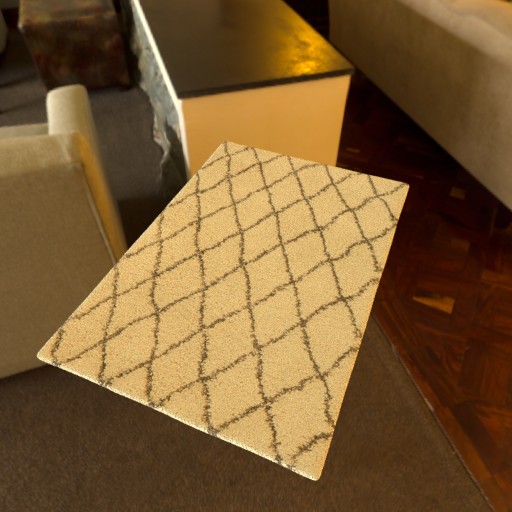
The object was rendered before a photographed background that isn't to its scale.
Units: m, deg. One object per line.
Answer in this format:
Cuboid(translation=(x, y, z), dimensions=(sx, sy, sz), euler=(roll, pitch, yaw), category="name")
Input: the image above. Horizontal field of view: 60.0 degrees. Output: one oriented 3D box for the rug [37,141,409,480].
Cuboid(translation=(0.000, 0.000, 2.229), dimensions=(1.219, 0.030, 1.778), euler=(17, 49, 16), category="rug")
